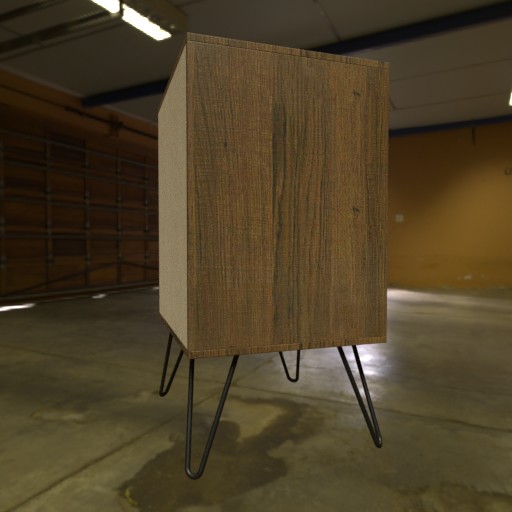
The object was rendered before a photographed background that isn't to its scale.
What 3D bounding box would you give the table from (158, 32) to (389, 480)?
[{"bbox_3d":[0.000,0.000,1.169,0.457,0.866,0.526,-1,2,-18],"label":"table"}]
